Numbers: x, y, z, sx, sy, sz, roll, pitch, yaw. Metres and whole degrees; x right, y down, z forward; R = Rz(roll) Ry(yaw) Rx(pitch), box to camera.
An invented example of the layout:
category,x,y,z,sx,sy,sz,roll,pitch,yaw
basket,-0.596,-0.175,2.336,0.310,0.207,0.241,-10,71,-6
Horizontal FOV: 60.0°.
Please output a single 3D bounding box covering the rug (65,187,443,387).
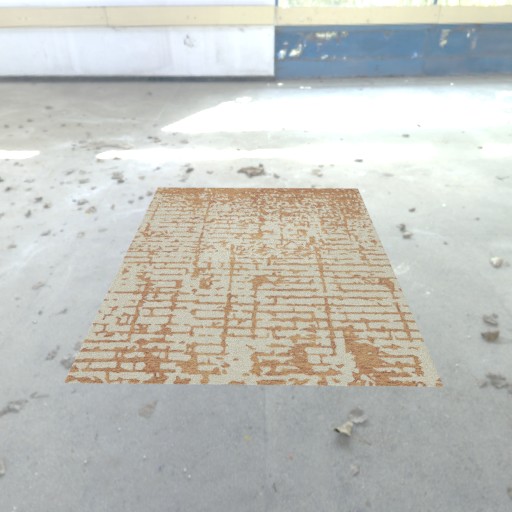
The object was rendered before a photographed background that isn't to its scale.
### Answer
category,x,y,z,sx,sy,sz,roll,pitch,yaw
rug,0.000,0.000,4.130,2.441,0.011,3.050,0,33,1
